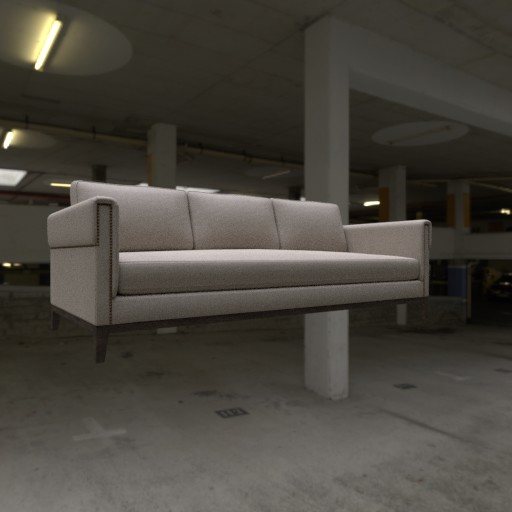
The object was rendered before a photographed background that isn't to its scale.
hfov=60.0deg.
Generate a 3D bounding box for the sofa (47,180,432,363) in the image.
[{"bbox_3d":[0.000,0.000,2.729,2.210,0.838,0.959,0,0,-35],"label":"sofa"}]
